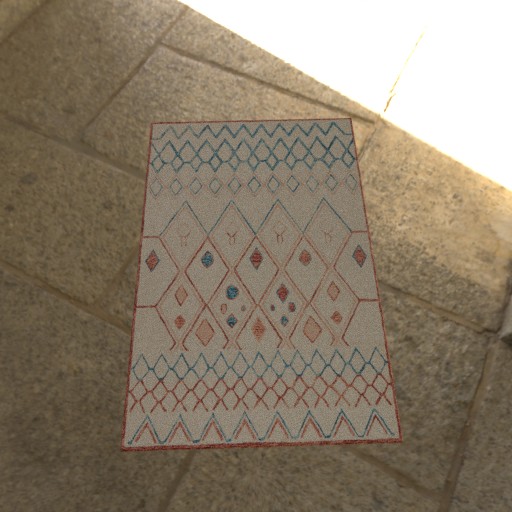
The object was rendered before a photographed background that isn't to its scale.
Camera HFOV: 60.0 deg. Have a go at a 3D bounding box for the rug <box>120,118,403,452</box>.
[{"bbox_3d":[0.000,0.000,2.304,1.219,0.016,1.829,-2,64,-1],"label":"rug"}]
